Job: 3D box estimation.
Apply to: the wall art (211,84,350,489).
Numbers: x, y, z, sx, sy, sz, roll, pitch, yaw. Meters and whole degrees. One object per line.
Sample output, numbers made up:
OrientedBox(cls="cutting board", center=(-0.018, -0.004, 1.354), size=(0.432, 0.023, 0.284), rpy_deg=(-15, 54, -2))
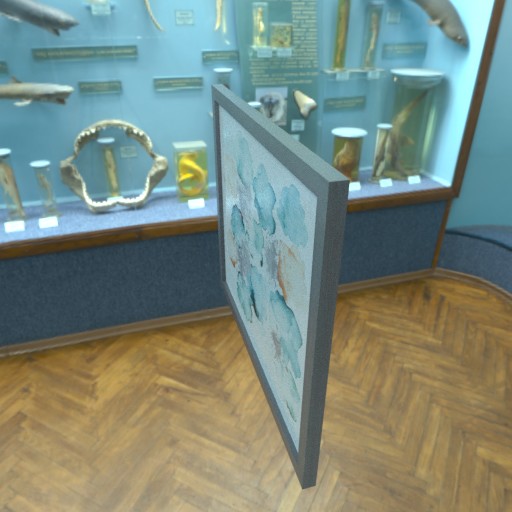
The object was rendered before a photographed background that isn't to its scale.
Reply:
OrientedBox(cls="wall art", center=(0.000, 0.000, 0.899), size=(0.026, 0.558, 0.660), rpy_deg=(-8, 31, -14))
